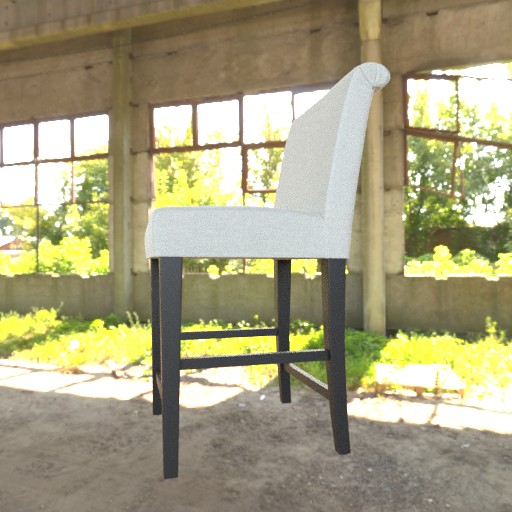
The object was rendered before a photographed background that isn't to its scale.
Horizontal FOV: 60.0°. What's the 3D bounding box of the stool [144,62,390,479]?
[{"bbox_3d":[0.000,0.000,1.253,0.597,0.976,0.452,0,-1,-16],"label":"stool"}]
